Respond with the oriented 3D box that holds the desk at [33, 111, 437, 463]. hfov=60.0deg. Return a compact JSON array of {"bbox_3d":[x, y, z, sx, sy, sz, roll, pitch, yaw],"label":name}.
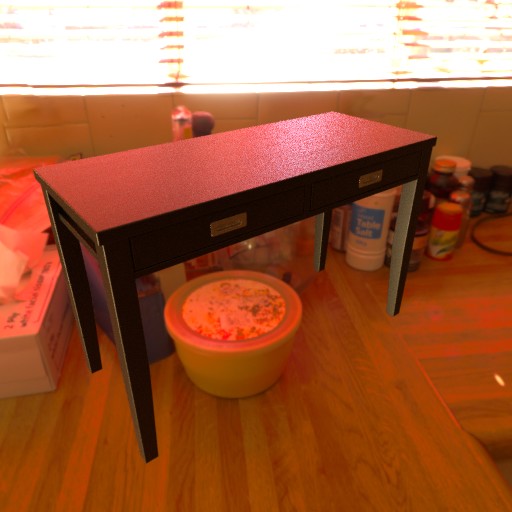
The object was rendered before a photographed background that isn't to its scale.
[{"bbox_3d":[0.000,0.000,1.605,1.220,0.775,0.508,-21,36,-32],"label":"desk"}]
